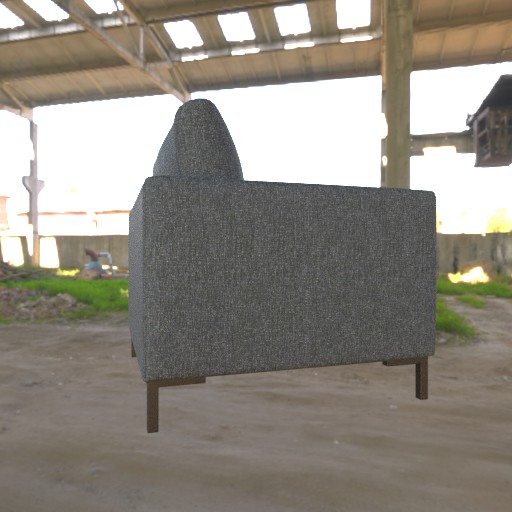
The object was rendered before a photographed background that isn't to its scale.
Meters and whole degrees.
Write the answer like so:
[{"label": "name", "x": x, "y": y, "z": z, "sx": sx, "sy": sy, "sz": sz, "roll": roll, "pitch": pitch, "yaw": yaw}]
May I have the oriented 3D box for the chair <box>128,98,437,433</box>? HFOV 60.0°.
[{"label": "chair", "x": 0.000, "y": 0.000, "z": 1.622, "sx": 0.866, "sy": 0.861, "sz": 0.963, "roll": 0, "pitch": 0, "yaw": -18}]
